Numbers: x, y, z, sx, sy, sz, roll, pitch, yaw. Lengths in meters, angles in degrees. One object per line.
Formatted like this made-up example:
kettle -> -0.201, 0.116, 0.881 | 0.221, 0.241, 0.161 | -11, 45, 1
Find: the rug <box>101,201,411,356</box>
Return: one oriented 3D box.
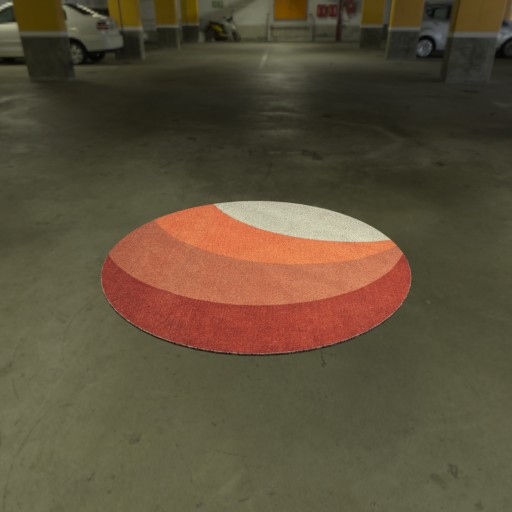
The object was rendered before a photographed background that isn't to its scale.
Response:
rug -> 0.000, 0.000, 2.262 | 1.514, 0.015, 1.514 | 0, 28, 0
